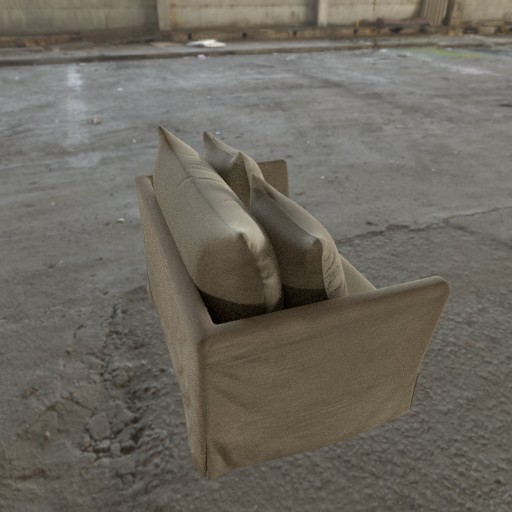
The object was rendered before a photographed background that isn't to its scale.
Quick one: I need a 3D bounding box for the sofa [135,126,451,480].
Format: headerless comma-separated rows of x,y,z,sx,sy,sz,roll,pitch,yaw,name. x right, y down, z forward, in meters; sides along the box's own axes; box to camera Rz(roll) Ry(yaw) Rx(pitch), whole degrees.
0.000,0.000,2.245,1.035,1.040,1.608,-10,32,-17,sofa
